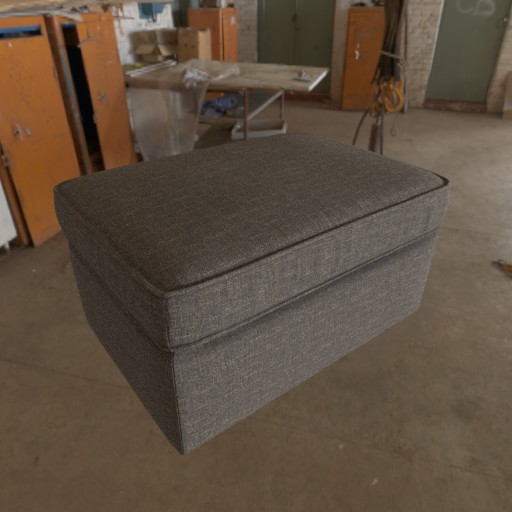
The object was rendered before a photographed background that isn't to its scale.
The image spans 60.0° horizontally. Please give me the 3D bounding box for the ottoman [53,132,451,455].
[{"bbox_3d":[0.000,0.000,1.060,0.749,0.450,0.549,-21,37,-32],"label":"ottoman"}]
